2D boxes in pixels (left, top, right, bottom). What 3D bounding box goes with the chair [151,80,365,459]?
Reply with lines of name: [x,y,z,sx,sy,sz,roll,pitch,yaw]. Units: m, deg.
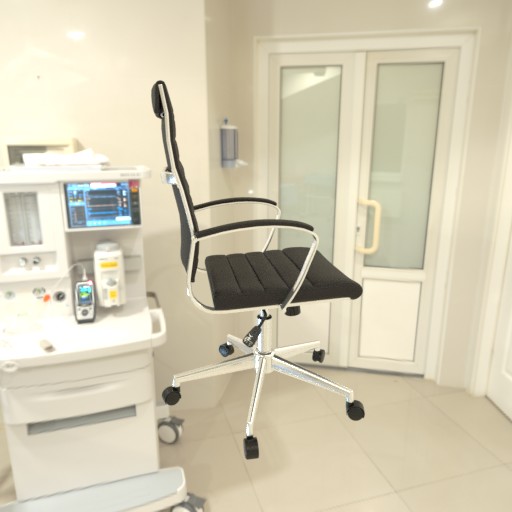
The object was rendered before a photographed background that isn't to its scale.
chair: [0.000,0.000,1.632,0.739,1.149,0.766,-3,15,-9]
